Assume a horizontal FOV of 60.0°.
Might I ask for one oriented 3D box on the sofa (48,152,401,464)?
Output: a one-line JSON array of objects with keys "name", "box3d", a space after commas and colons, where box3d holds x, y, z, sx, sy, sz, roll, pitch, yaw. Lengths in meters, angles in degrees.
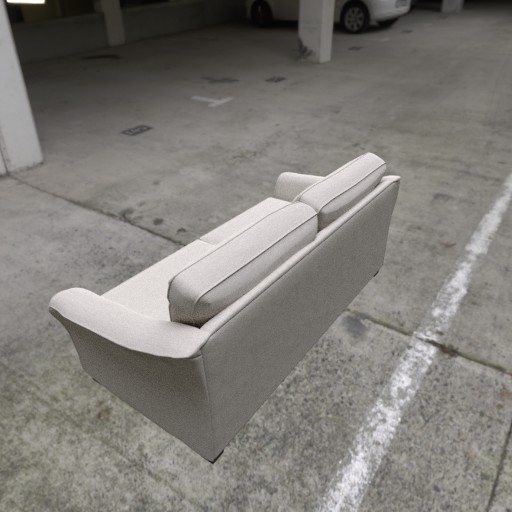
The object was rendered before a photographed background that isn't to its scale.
[{"name": "sofa", "box3d": [0.000, 0.000, 2.751, 0.980, 0.965, 2.270, 20, 36, 30]}]
